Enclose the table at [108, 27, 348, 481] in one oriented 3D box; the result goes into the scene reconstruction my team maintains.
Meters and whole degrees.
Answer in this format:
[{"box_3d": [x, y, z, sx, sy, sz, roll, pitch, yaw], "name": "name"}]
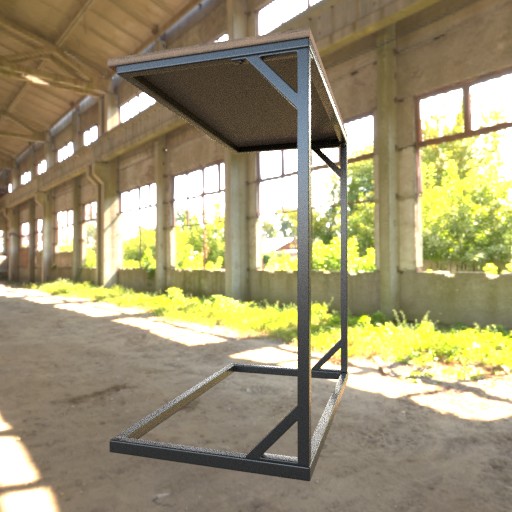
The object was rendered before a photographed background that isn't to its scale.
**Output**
[{"box_3d": [0.000, 0.000, 0.992, 0.351, 0.673, 0.597, 0, -1, 17], "name": "table"}]
